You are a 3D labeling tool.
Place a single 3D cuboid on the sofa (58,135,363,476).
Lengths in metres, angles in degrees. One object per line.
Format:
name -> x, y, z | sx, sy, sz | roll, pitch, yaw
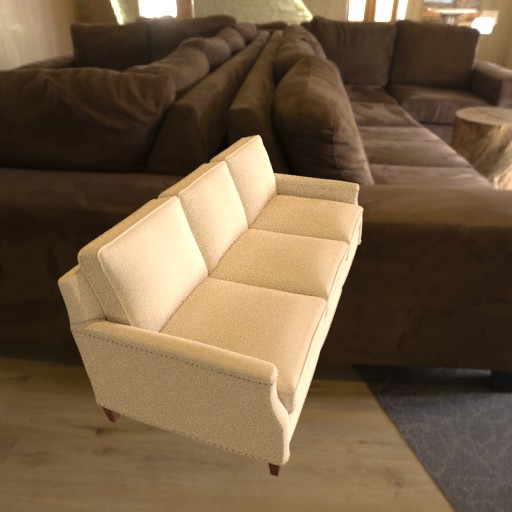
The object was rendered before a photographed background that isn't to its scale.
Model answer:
sofa -> 0.000, 0.000, 2.811 | 1.084, 1.003, 2.246 | 10, 31, 17
